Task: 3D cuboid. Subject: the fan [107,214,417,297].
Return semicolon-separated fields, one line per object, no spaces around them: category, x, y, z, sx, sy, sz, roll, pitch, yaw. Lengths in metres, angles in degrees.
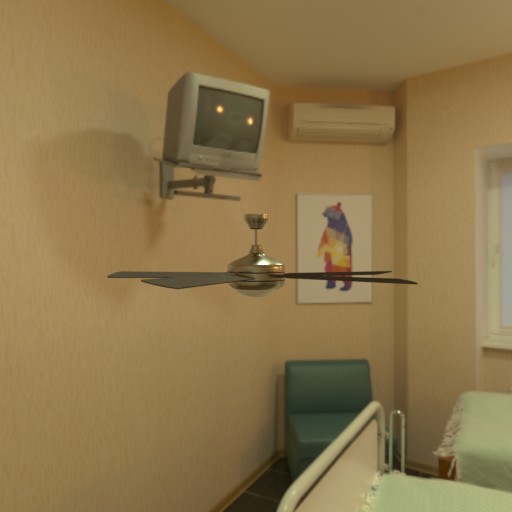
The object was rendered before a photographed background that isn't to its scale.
fan;0.000;0.000;1.918;1.321;0.356;1.321;0;0;-1
